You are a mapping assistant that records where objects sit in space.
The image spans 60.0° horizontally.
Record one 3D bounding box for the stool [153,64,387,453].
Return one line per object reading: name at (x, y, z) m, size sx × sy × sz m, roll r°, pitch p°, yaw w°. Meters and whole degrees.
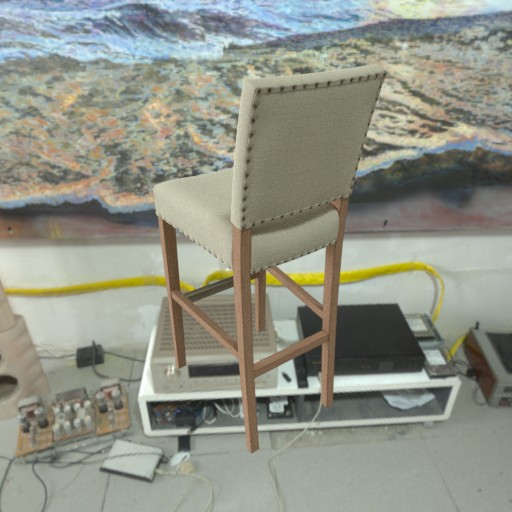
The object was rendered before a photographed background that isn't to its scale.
stool at (0.000, 0.000, 1.395) m, size 0.428 × 1.143 × 0.546 m, roll -19°, pitch 36°, yaw -29°
